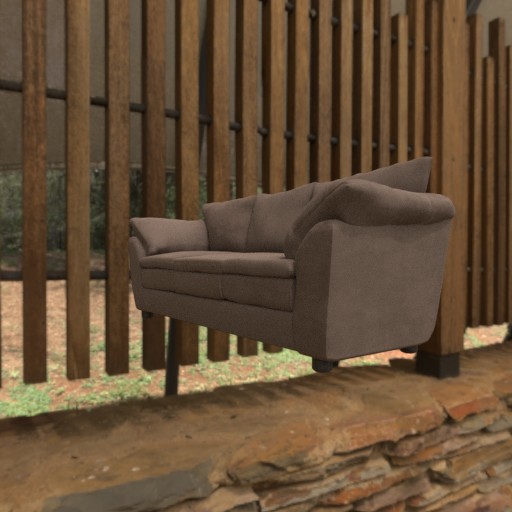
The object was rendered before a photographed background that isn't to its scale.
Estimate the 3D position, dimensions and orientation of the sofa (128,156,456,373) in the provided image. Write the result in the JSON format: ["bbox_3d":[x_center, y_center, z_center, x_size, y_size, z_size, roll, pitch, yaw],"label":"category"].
[{"bbox_3d":[0.000,0.000,2.859,0.893,0.981,2.377,0,0,-36],"label":"sofa"}]
